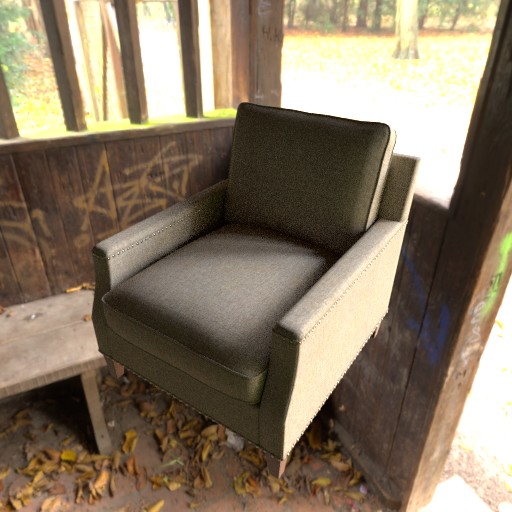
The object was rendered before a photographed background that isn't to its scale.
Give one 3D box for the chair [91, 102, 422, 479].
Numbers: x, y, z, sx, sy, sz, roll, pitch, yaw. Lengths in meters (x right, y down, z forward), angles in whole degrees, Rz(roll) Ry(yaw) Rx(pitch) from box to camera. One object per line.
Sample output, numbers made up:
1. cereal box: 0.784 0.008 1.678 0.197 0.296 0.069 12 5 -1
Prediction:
1. chair: 0.000 0.000 1.691 0.853 0.943 1.014 19 36 29
